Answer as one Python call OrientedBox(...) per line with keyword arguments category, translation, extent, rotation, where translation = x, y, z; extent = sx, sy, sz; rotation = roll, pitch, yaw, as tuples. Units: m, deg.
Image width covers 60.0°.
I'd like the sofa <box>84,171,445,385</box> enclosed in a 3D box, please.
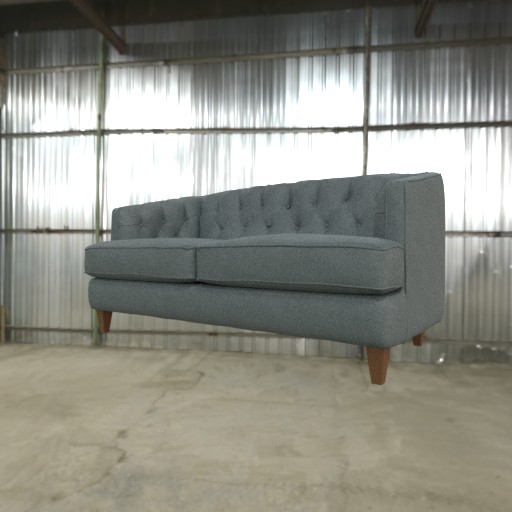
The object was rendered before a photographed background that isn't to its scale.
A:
OrientedBox(category="sofa", translation=(0.000, 0.000, 2.269), extent=(1.733, 0.855, 0.941), rotation=(0, 1, 37))
